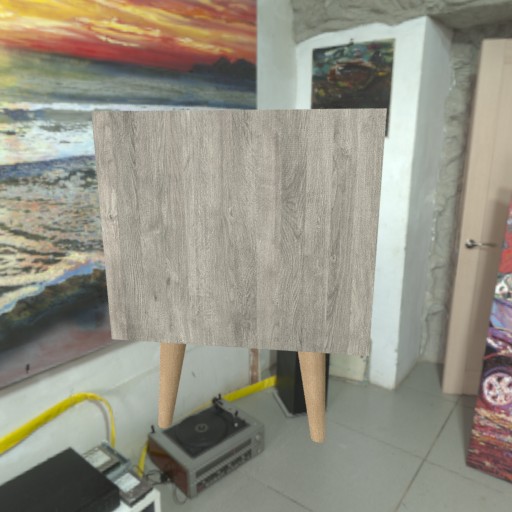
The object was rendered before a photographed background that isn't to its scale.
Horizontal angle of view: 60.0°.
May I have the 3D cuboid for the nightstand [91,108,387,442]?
[{"bbox_3d":[0.000,0.000,0.842,0.380,0.500,0.480,2,15,8],"label":"nightstand"}]
